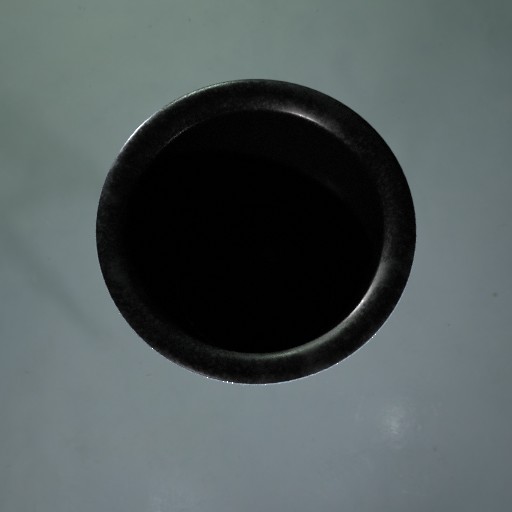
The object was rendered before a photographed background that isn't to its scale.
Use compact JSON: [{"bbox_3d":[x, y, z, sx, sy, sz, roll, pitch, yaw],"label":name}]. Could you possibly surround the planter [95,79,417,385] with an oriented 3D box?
[{"bbox_3d":[0.000,0.000,0.290,0.160,0.156,0.160,0,76,0],"label":"planter"}]
